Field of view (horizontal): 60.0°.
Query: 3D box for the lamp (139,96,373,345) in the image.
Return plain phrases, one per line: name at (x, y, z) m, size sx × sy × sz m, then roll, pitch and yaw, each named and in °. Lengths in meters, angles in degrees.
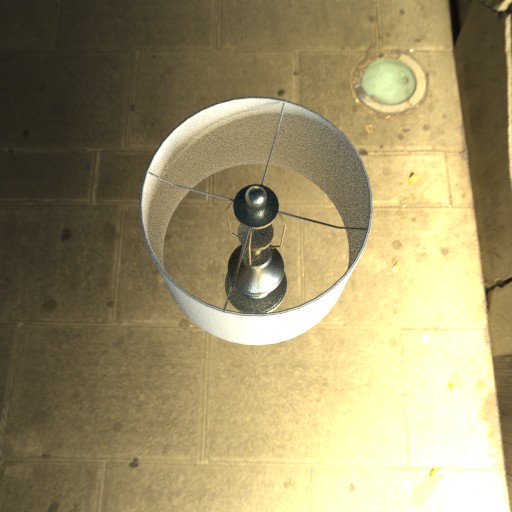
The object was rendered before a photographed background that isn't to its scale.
lamp at (0.000, 0.000, 0.959) m, size 0.383 × 0.733 × 0.383 m, roll 0°, pitch 76°, yaw 0°
